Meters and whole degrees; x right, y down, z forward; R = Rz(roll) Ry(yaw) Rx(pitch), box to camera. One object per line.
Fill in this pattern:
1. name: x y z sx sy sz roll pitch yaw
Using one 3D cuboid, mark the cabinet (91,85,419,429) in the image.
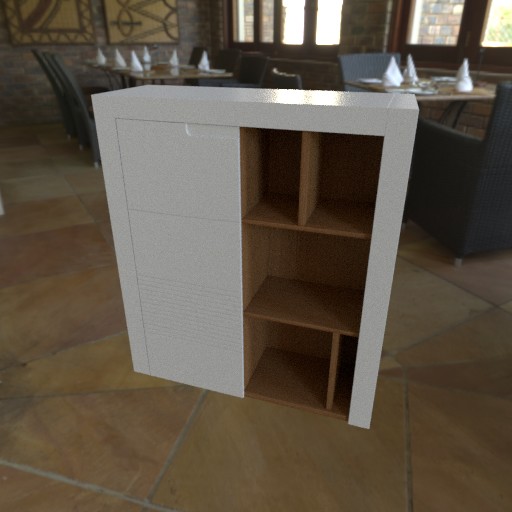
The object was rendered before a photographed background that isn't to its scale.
1. cabinet: 0.000 0.000 1.670 0.990 1.150 0.348 8 28 17
